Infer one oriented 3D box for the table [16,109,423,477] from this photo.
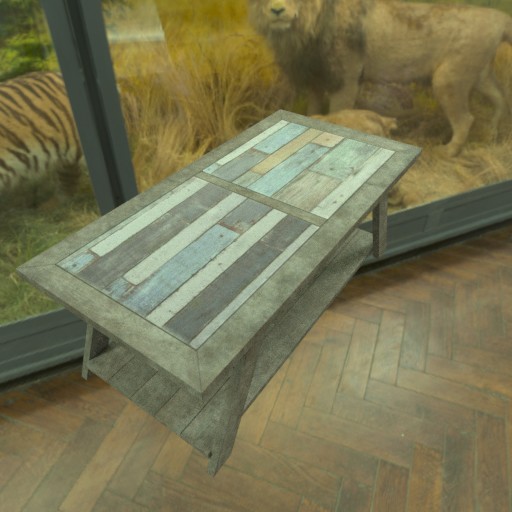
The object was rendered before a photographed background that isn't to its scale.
[{"bbox_3d":[0.000,0.000,1.504,0.610,0.470,1.219,25,46,26],"label":"table"}]
